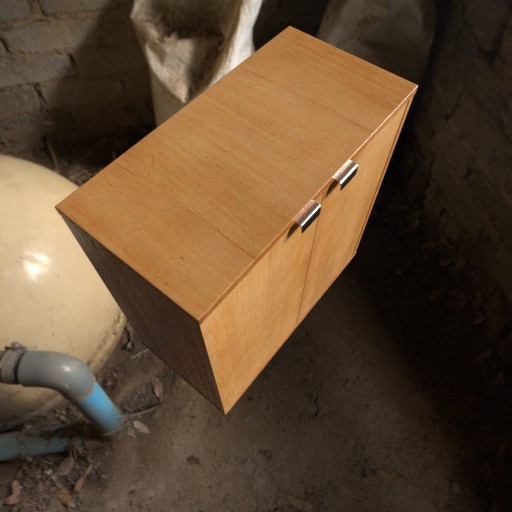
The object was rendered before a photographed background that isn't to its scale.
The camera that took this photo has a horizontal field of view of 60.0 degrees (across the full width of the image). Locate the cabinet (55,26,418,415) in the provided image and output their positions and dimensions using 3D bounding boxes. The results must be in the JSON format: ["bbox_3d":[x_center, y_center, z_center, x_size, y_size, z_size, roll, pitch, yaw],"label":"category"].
[{"bbox_3d":[0.000,0.000,1.424,0.419,1.001,0.800,35,65,19],"label":"cabinet"}]
